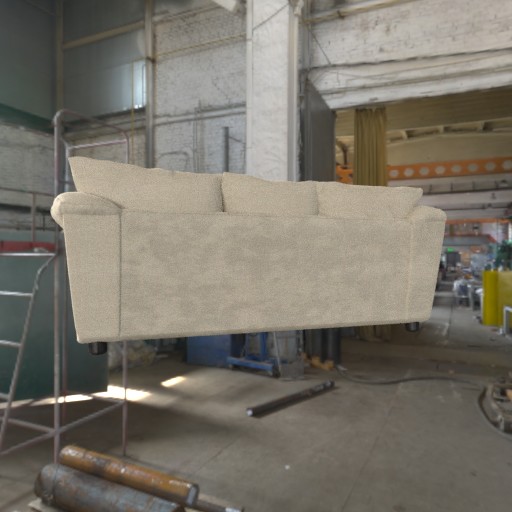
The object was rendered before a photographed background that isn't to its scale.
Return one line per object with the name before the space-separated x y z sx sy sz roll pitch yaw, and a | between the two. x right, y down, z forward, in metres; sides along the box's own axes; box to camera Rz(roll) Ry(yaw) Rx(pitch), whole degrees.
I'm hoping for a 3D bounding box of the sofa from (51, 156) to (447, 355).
sofa | 0.000 0.000 2.798 2.377 0.981 0.893 0 0 -20
